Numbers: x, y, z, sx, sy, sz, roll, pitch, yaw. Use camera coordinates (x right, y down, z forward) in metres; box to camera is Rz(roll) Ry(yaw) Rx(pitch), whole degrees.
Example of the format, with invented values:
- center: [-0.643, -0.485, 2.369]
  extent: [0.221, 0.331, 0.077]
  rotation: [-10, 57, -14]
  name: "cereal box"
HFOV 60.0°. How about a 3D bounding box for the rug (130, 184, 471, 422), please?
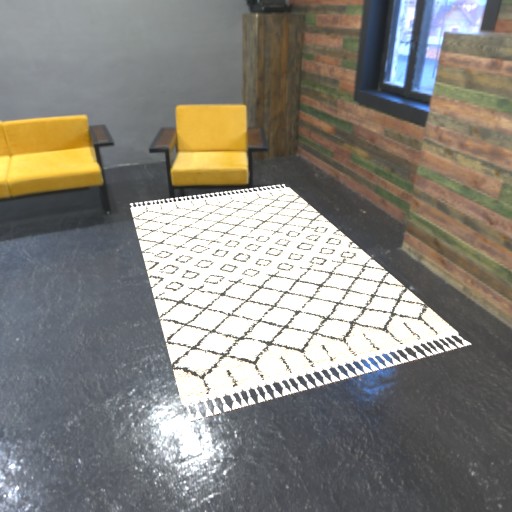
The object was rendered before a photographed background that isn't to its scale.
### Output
- center: [0.000, 0.000, 2.488]
  extent: [1.196, 0.008, 2.006]
  rotation: [-10, 31, -17]
  name: "rug"
